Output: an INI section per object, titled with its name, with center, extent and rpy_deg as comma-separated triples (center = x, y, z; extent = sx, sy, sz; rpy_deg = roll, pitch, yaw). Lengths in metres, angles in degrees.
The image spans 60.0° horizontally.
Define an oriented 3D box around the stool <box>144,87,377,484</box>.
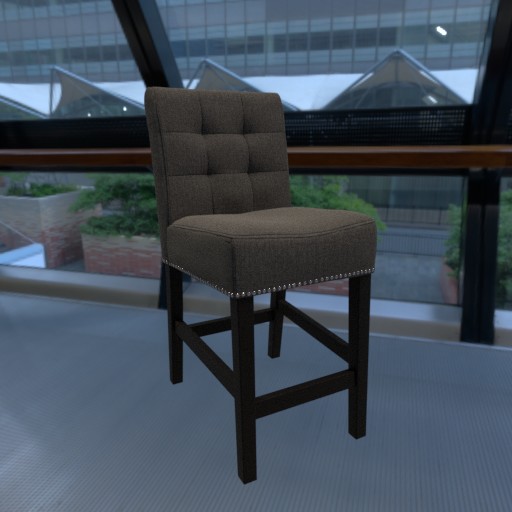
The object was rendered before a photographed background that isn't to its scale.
[stool]
center = 0.000, 0.000, 1.201
extent = 0.427, 0.885, 0.571
rpy_deg = -8, 17, -27
